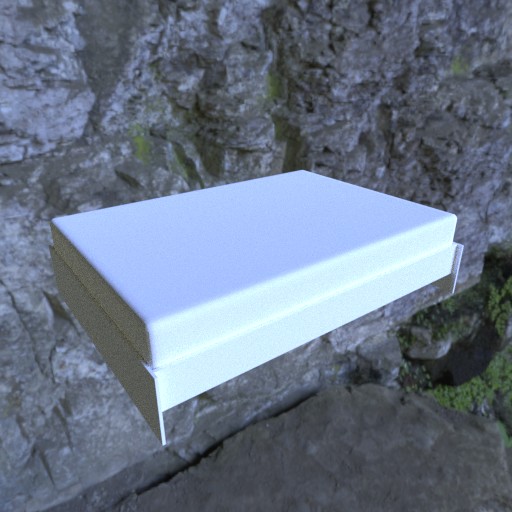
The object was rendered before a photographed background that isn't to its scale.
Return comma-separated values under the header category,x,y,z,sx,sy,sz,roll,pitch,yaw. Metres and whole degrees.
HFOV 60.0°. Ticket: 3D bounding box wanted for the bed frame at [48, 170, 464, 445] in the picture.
category,x,y,z,sx,sy,sz,roll,pitch,yaw
bed frame,0.000,0.000,2.614,1.945,0.497,1.445,-17,30,-33
